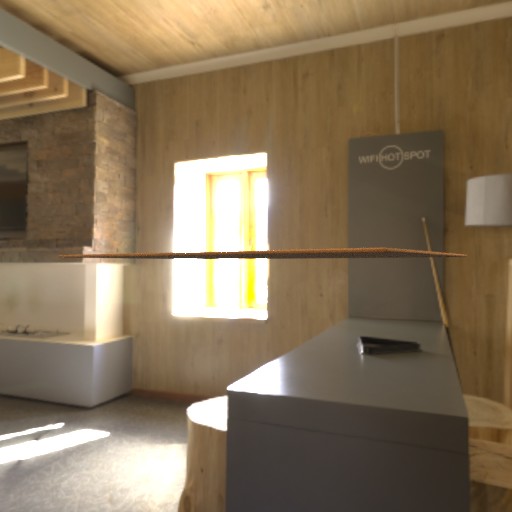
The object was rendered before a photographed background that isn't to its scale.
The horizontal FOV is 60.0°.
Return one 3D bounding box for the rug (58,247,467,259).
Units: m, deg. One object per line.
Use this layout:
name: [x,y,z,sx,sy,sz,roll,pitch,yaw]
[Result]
rug: [0.000,0.000,2.140,1.678,0.013,1.078,-1,-1,36]
